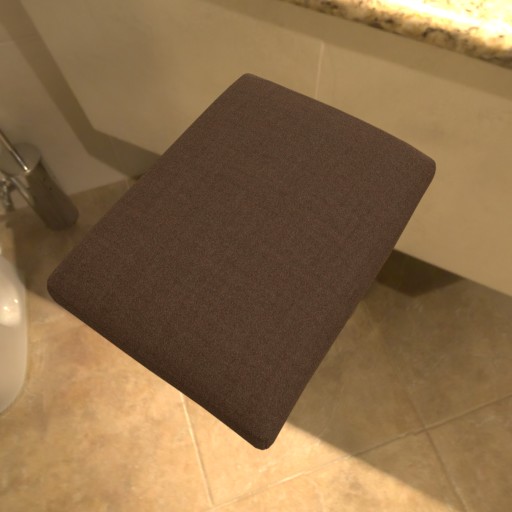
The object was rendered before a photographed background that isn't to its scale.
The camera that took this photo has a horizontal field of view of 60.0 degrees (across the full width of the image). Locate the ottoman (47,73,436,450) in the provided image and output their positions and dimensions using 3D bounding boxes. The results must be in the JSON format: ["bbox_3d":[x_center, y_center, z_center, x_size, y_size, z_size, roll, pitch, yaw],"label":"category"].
[{"bbox_3d":[0.000,0.000,1.200,0.599,0.555,0.809,31,67,14],"label":"ottoman"}]
